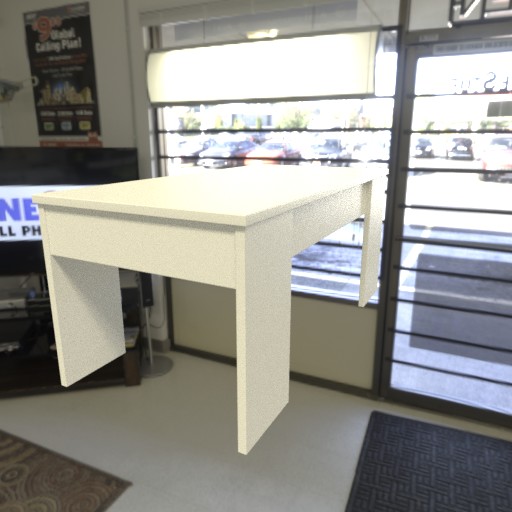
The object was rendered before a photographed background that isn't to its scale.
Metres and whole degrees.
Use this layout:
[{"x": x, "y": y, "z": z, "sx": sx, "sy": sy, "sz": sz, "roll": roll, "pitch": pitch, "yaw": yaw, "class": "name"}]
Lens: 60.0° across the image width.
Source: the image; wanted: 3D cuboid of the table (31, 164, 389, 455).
[{"x": 0.000, "y": 0.000, "z": 1.269, "sx": 0.500, "sy": 0.440, "sz": 1.000, "roll": 8, "pitch": 18, "yaw": 27, "class": "table"}]
